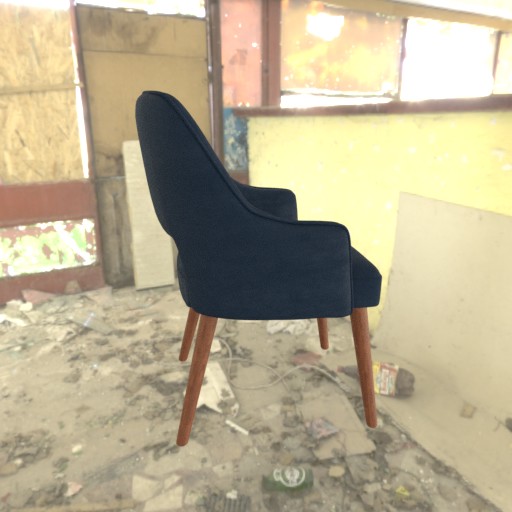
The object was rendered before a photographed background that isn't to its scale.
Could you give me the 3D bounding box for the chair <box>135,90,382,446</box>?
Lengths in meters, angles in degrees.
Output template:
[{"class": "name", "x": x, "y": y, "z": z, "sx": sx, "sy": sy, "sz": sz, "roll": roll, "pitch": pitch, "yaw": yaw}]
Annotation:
[{"class": "chair", "x": 0.000, "y": 0.000, "z": 1.225, "sx": 0.591, "sy": 0.844, "sz": 0.559, "roll": -3, "pitch": 17, "yaw": -8}]
